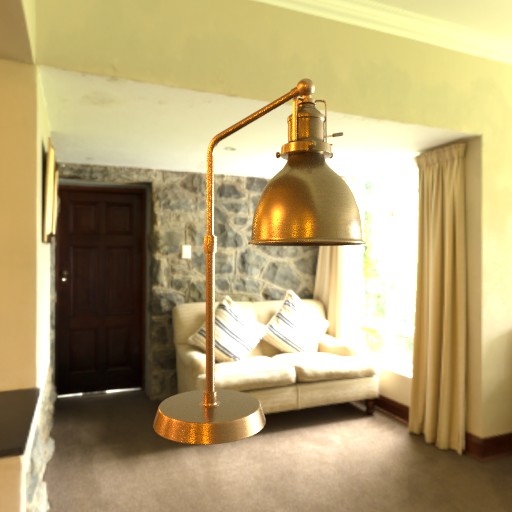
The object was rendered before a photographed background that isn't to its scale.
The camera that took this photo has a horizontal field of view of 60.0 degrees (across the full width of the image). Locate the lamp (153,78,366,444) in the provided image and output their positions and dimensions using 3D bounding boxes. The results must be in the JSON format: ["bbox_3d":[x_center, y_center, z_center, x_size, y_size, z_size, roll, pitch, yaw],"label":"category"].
[{"bbox_3d":[0.000,0.000,0.592,0.286,0.456,0.153,0,0,18],"label":"lamp"}]
